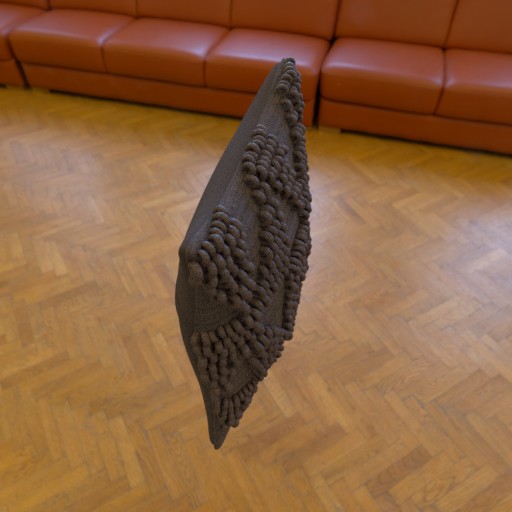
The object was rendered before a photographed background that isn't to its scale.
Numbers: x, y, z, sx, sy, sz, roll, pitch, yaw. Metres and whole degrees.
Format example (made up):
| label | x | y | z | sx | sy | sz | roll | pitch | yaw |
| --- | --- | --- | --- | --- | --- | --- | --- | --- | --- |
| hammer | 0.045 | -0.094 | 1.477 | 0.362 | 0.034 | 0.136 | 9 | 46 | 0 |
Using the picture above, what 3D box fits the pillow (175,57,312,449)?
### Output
| label | x | y | z | sx | sy | sz | roll | pitch | yaw |
| --- | --- | --- | --- | --- | --- | --- | --- | --- | --- |
| pillow | 0.000 | 0.000 | 0.719 | 0.172 | 0.467 | 0.470 | 10 | 48 | 10 |
